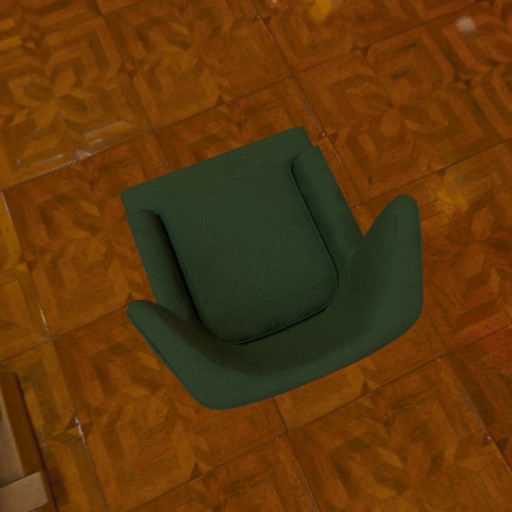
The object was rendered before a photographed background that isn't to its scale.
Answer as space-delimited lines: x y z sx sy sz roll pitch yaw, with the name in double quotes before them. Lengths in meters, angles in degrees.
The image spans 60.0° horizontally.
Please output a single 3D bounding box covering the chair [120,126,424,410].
"chair" 0.000 0.000 1.593 0.793 0.952 0.910 -22 76 -6
